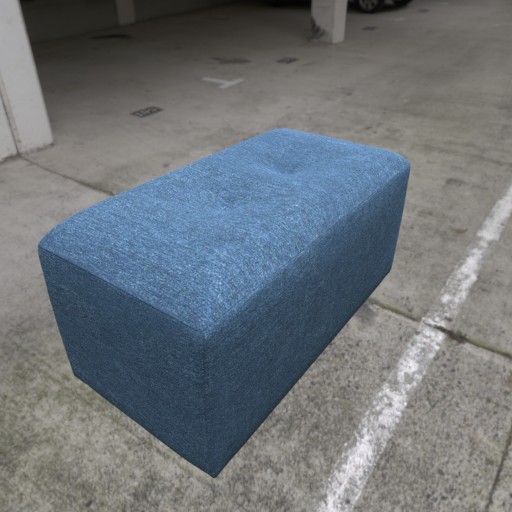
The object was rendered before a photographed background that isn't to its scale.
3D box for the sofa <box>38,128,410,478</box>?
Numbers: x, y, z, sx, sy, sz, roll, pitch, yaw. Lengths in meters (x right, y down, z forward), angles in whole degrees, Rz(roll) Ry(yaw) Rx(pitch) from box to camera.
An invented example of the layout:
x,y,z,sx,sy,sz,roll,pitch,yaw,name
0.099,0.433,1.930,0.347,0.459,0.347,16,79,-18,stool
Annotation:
x,y,z,sx,sy,sz,roll,pitch,yaw,name
0.000,0.000,1.194,0.480,0.470,0.930,22,39,30,sofa
